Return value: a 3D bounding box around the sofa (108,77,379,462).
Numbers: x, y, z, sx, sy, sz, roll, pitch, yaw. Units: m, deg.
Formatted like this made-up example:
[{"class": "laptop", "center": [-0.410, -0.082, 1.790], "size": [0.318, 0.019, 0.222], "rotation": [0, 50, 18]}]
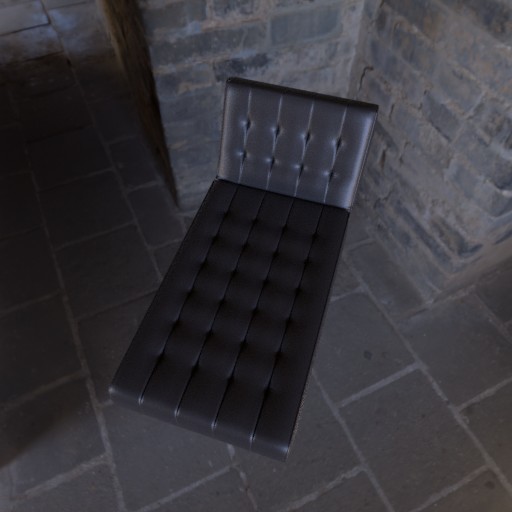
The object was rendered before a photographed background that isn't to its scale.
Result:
[{"class": "sofa", "center": [0.000, 0.000, 2.051], "size": [0.760, 0.820, 1.560], "rotation": [15, 57, 10]}]
